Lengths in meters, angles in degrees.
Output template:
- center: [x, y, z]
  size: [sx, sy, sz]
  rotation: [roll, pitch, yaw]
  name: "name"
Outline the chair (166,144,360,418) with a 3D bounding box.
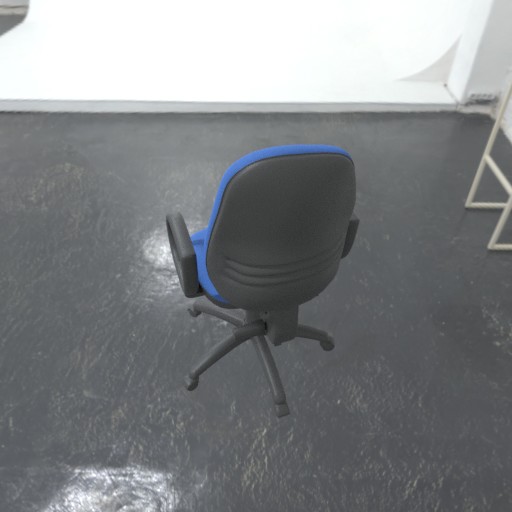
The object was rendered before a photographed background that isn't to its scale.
- center: [0.000, 0.000, 1.279]
  size: [0.552, 0.905, 0.549]
  rotation: [-12, 42, -14]
  name: "chair"
